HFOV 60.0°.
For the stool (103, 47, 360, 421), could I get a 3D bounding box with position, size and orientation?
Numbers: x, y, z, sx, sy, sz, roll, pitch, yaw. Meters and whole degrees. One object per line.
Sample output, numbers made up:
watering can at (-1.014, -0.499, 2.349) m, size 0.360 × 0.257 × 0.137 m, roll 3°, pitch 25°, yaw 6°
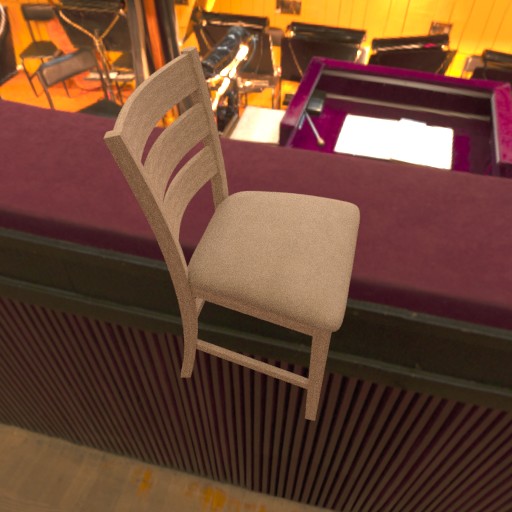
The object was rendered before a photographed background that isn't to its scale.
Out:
stool at (0.000, 0.000, 1.343) m, size 0.569 × 1.032 × 0.484 m, roll 11°, pitch 48°, yaw 10°
